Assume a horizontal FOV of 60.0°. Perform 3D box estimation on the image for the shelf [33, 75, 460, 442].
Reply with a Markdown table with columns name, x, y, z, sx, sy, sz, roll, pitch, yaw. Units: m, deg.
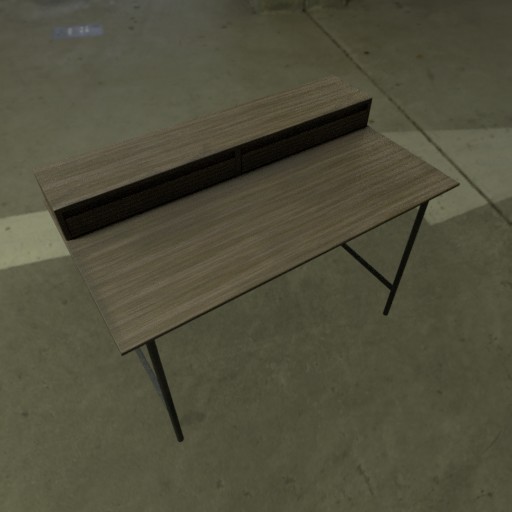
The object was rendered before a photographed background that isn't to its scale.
| name | x | y | z | sx | sy | sz | roll | pitch | yaw |
| --- | --- | --- | --- | --- | --- | --- | --- | --- | --- |
| shelf | 0.000 | 0.000 | 1.702 | 1.212 | 0.865 | 0.685 | -25 | 51 | -22 |
